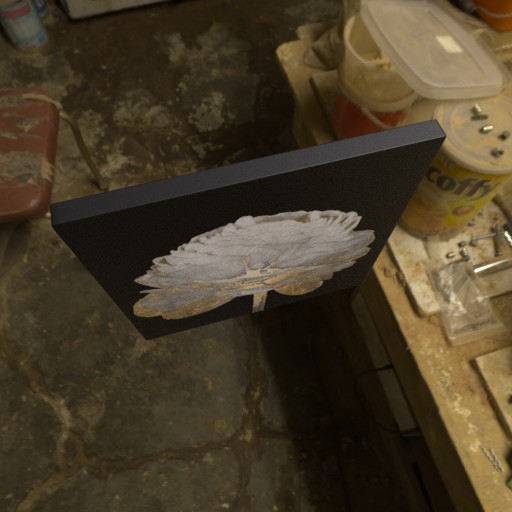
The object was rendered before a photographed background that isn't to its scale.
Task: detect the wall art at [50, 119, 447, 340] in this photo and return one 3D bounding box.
[{"bbox_3d":[0.000,0.000,0.939,0.610,0.611,0.043,-14,65,-7],"label":"wall art"}]
